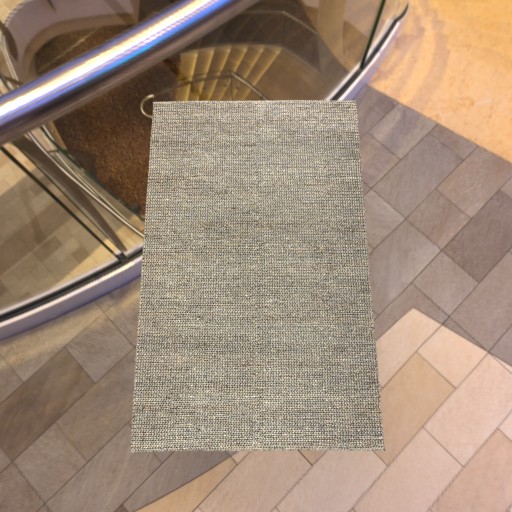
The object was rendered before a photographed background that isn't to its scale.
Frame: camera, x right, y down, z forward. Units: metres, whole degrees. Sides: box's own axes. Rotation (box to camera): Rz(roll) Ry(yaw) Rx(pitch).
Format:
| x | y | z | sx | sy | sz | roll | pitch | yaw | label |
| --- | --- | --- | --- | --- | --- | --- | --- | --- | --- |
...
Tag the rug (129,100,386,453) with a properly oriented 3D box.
| x | y | z | sx | sy | sz | roll | pitch | yaw | label |
| --- | --- | --- | --- | --- | --- | --- | --- | --- | --- |
| 0.000 | 0.000 | 2.995 | 1.538 | 0.021 | 2.443 | 0 | 74 | 0 | rug |
